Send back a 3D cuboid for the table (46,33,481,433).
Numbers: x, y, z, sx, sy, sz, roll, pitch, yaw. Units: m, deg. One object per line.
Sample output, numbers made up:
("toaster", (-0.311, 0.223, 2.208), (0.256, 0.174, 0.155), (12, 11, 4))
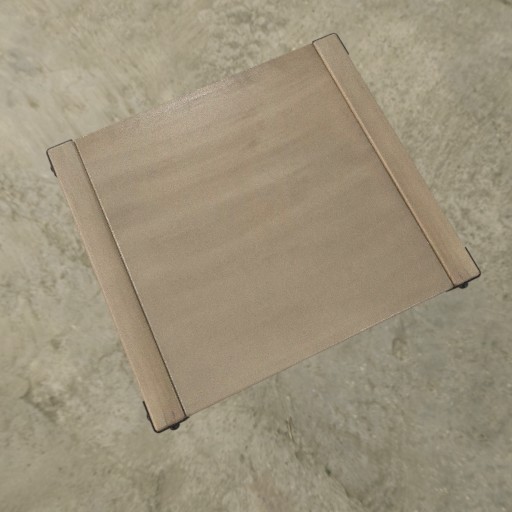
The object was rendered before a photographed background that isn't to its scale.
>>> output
("table", (0.000, 0.000, 0.916), (0.510, 0.561, 0.459), (-24, 77, -6))
